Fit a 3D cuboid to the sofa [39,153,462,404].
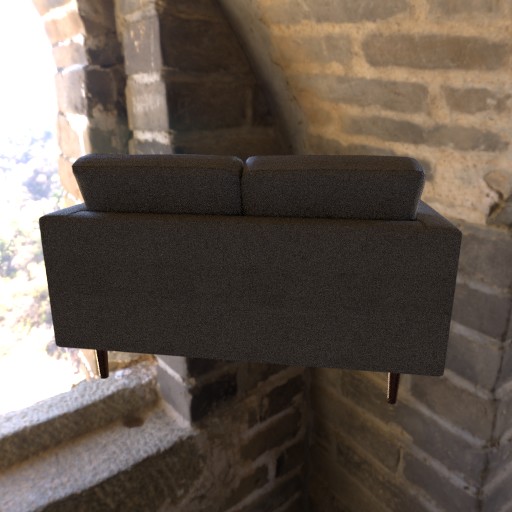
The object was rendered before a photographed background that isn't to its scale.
[{"bbox_3d":[0.000,0.000,2.095,1.527,0.973,0.969,2,16,8],"label":"sofa"}]
